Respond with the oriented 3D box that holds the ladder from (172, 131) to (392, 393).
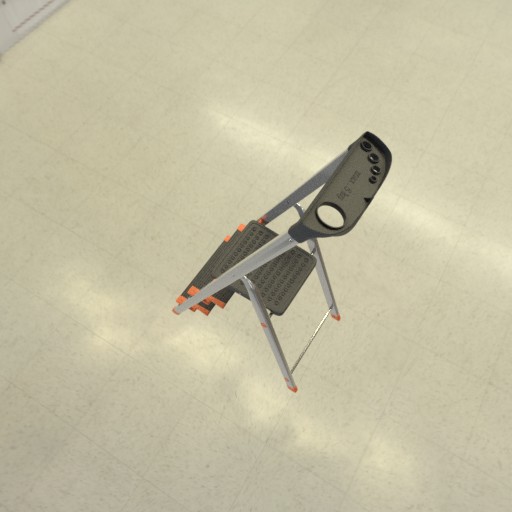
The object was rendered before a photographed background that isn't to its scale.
[{"bbox_3d":[0.000,0.000,1.542,0.686,1.229,0.416,31,67,14],"label":"ladder"}]
